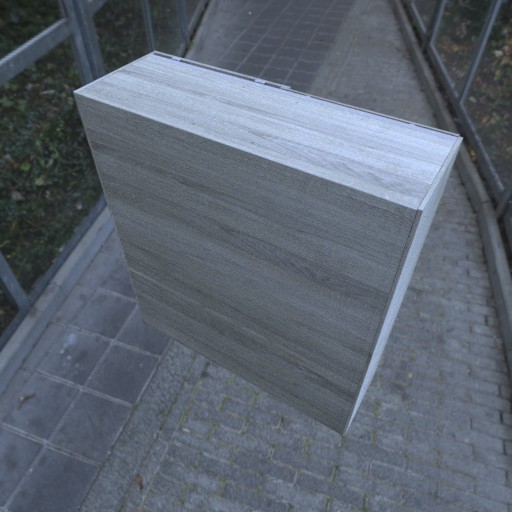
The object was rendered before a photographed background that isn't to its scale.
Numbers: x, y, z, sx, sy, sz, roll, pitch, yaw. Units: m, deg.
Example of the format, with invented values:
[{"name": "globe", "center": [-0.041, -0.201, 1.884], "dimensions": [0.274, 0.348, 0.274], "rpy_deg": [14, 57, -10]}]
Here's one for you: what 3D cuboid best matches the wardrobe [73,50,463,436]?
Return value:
[{"name": "wardrobe", "center": [0.000, 0.000, 2.785], "dimensions": [1.780, 1.960, 0.629], "rpy_deg": [24, 50, 22]}]
